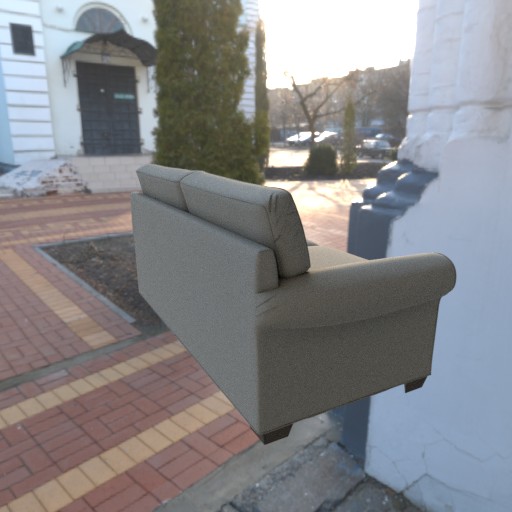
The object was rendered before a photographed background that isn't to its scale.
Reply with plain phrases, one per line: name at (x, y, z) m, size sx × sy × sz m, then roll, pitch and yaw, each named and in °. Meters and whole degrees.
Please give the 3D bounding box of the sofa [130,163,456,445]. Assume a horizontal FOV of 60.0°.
sofa at (0.000, 0.000, 2.439) m, size 0.940 × 0.952 × 1.930 m, roll -8°, pitch 17°, yaw -27°
